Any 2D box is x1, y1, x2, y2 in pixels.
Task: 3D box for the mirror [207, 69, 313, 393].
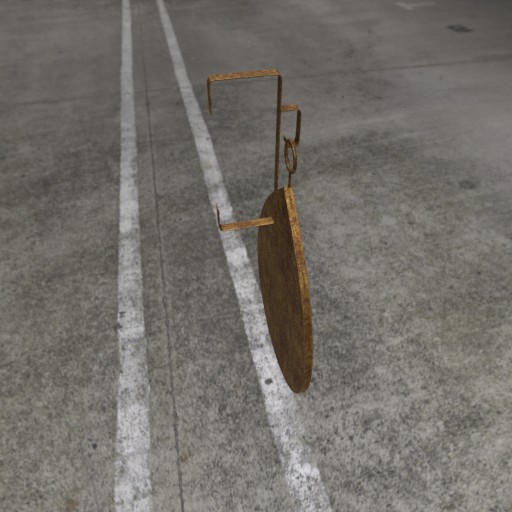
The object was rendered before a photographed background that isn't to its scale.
[{"bbox_3d":[0.000,0.000,0.906,0.144,0.744,0.405,-9,45,-9],"label":"mirror"}]
